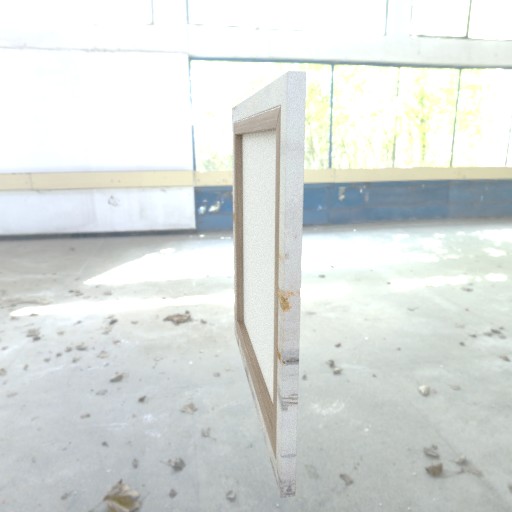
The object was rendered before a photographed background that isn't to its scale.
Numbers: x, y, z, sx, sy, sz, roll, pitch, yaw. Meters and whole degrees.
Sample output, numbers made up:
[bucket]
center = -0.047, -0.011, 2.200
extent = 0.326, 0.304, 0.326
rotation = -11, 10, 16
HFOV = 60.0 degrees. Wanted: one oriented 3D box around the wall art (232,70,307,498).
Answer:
[wall art]
center = 0.000, 0.000, 1.492
extent = 0.040, 1.018, 1.015
rotation = -2, 15, -9
